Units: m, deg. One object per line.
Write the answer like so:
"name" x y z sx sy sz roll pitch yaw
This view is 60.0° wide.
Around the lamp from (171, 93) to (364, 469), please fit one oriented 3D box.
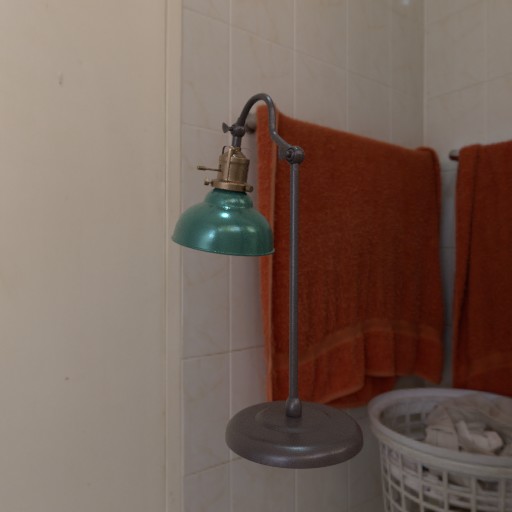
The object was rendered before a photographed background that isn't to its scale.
"lamp" 0.000 0.000 0.698 0.192 0.508 0.374 0 0 -35
